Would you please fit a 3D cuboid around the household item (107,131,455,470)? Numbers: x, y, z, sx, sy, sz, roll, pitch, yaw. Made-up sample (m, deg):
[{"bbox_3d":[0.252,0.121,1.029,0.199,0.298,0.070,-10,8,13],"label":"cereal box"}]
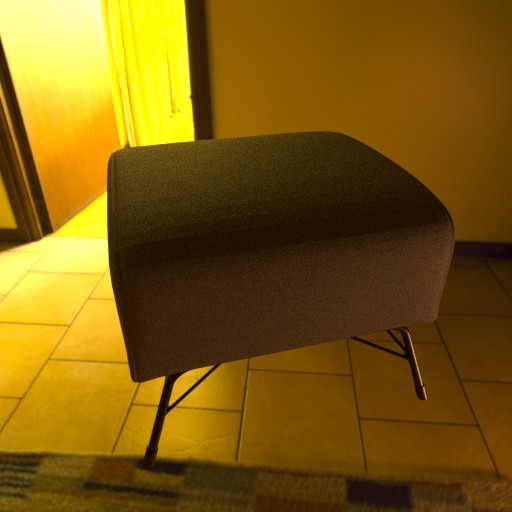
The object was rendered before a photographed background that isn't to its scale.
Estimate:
[{"bbox_3d":[0.000,0.000,0.884,0.530,0.410,0.530,-8,33,-13],"label":"household item"}]
